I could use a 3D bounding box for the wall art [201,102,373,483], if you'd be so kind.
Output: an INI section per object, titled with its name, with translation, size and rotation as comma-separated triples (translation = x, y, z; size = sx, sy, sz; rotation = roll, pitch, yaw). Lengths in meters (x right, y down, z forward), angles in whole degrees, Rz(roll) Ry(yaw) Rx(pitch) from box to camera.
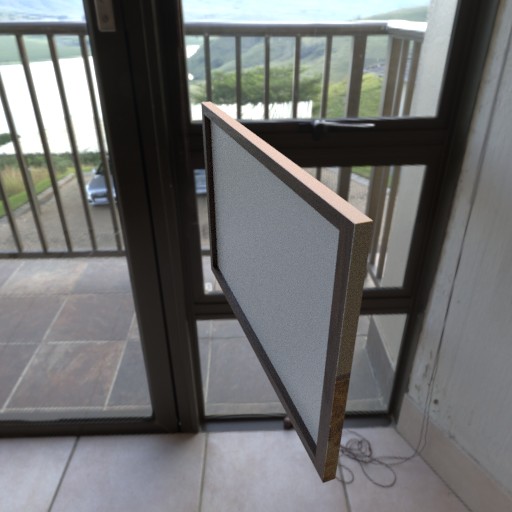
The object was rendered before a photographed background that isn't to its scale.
[wall art]
translation = 0.000, 0.000, 1.934
size = 0.051, 1.016, 1.520
rotation = -10, 32, -17
